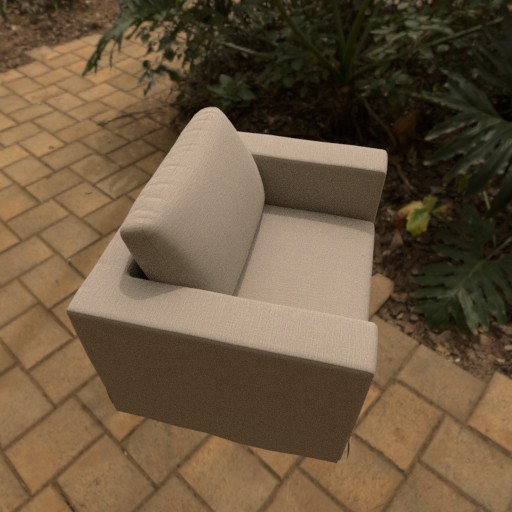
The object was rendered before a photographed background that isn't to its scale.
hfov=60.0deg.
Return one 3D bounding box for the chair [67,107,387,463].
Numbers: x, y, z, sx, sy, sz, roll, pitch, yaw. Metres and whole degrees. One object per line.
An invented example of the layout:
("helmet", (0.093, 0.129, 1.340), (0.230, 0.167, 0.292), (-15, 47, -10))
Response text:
("chair", (0.000, 0.000, 1.782), (0.957, 0.878, 1.150), (10, 47, 9))
